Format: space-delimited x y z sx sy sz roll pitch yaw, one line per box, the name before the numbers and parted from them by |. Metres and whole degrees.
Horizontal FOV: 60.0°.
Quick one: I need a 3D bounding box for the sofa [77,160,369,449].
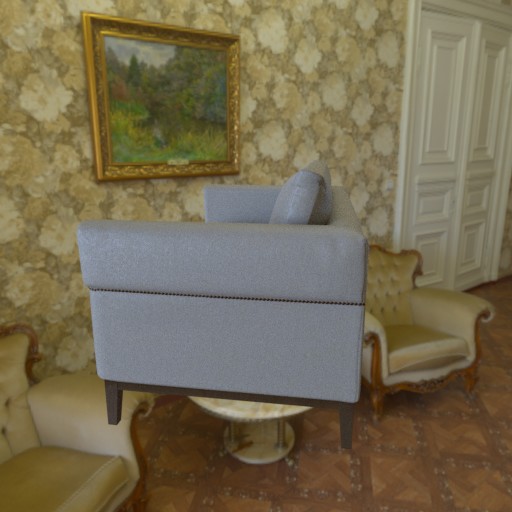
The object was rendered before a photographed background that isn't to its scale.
sofa | 0.000 0.000 2.112 0.899 0.873 1.598 2 14 9
